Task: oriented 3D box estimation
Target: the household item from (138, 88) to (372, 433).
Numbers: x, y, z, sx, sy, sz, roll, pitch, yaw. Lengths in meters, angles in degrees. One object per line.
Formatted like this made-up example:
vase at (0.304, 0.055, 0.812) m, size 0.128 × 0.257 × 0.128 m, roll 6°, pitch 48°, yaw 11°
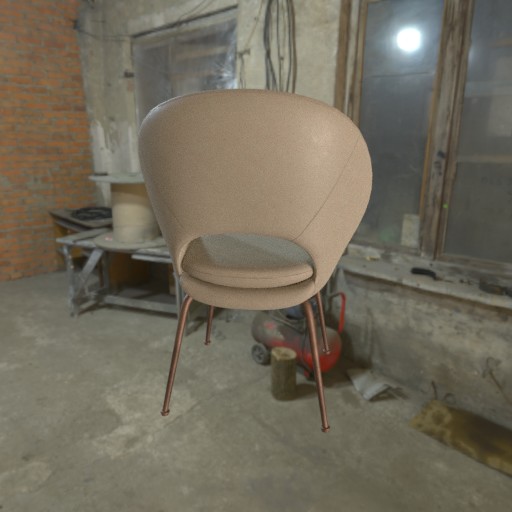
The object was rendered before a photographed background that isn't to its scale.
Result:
household item at (0.000, 0.000, 1.275) m, size 0.623 × 0.852 × 0.573 m, roll 2°, pitch 15°, yaw 9°
